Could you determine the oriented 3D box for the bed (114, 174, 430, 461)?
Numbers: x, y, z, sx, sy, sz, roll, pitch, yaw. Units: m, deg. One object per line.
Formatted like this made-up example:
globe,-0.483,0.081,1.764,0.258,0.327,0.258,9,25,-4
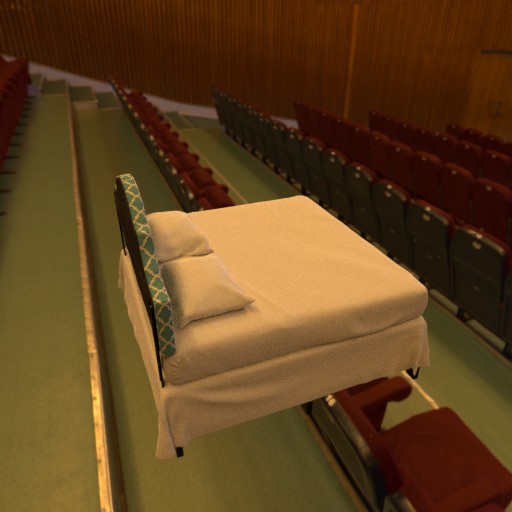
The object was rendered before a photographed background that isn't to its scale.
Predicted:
bed,0.000,0.000,3.715,2.222,1.601,2.314,-11,31,-19
